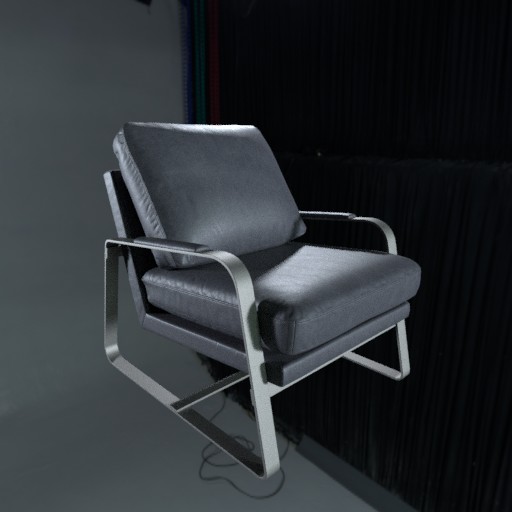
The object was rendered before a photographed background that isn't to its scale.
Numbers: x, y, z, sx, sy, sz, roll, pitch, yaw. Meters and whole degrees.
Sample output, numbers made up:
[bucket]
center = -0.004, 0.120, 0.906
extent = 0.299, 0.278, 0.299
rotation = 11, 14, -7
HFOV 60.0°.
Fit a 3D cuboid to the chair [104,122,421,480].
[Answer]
[chair]
center = 0.000, 0.000, 1.446
extent = 0.692, 0.839, 0.878
rotation = -14, 21, -42
